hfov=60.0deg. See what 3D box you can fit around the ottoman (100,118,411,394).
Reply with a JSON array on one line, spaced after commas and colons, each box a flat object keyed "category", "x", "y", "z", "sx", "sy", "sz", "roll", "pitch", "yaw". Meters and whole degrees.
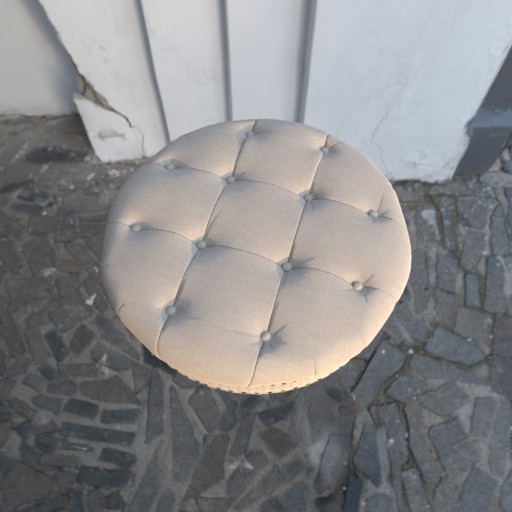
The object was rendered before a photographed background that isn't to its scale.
[{"category": "ottoman", "x": 0.000, "y": 0.000, "z": 1.407, "sx": 0.901, "sy": 0.439, "sz": 0.901, "roll": 0, "pitch": 58, "yaw": 0}]
